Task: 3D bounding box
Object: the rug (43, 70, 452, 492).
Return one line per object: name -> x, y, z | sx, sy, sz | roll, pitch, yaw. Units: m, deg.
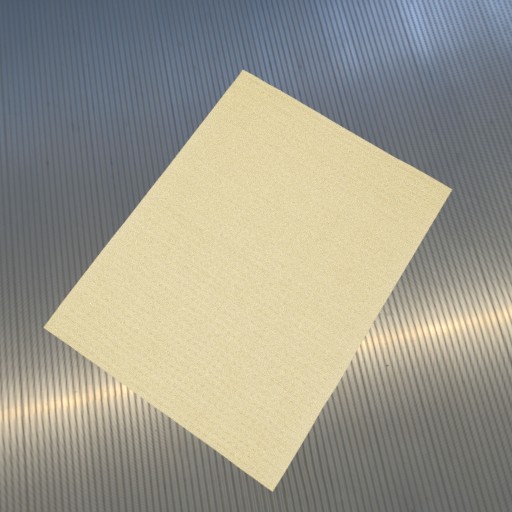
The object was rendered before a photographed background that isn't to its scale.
rug -> 0.000, 0.000, 4.130 | 2.452, 0.016, 3.204 | 33, 78, 8
